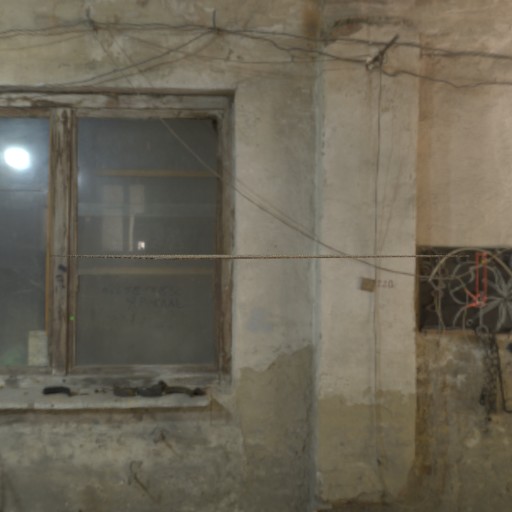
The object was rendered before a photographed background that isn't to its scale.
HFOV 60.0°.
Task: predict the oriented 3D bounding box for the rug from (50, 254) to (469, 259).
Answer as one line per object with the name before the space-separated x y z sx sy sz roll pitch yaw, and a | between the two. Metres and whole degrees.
rug | 0.000 0.000 4.124 3.056 0.010 2.437 0 1 -36
